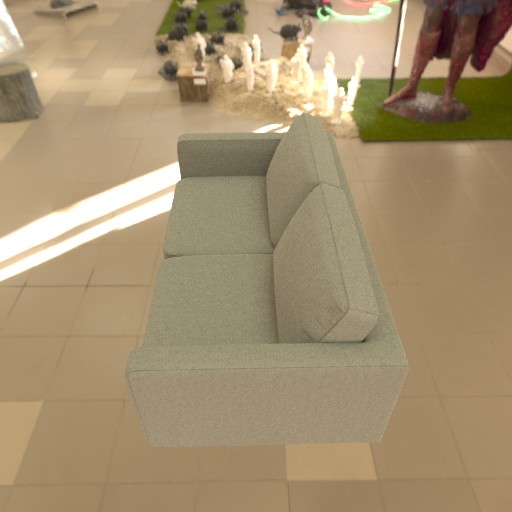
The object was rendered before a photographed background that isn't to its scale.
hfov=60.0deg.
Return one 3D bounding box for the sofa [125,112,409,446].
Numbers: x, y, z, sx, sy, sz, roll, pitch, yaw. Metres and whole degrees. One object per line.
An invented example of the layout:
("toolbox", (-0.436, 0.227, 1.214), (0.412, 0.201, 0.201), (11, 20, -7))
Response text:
("sofa", (0.000, 0.000, 2.295), (1.000, 0.900, 1.731), (-1, 42, -1))
